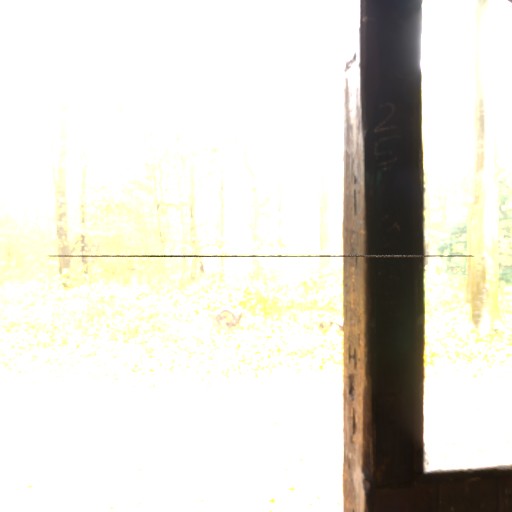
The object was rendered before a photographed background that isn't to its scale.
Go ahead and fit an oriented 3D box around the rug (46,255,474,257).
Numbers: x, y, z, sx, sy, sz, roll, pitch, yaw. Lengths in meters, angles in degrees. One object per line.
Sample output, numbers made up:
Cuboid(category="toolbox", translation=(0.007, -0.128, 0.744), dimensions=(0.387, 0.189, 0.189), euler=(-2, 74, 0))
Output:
Cuboid(category="rug", translation=(0.000, 0.000, 3.996), dimensions=(3.034, 0.012, 2.406), euler=(0, 0, -36))
